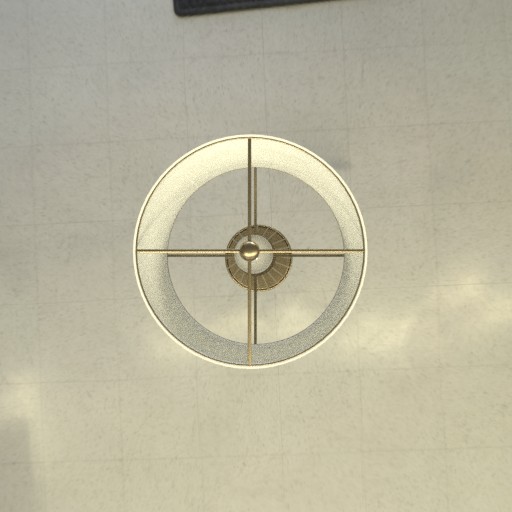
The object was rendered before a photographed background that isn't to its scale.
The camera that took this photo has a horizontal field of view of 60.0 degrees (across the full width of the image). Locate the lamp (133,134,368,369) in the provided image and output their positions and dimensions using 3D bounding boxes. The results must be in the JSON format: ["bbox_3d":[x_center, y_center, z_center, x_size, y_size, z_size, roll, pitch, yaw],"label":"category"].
[{"bbox_3d":[0.000,0.000,0.790,0.303,0.618,0.303,0,89,1],"label":"lamp"}]
